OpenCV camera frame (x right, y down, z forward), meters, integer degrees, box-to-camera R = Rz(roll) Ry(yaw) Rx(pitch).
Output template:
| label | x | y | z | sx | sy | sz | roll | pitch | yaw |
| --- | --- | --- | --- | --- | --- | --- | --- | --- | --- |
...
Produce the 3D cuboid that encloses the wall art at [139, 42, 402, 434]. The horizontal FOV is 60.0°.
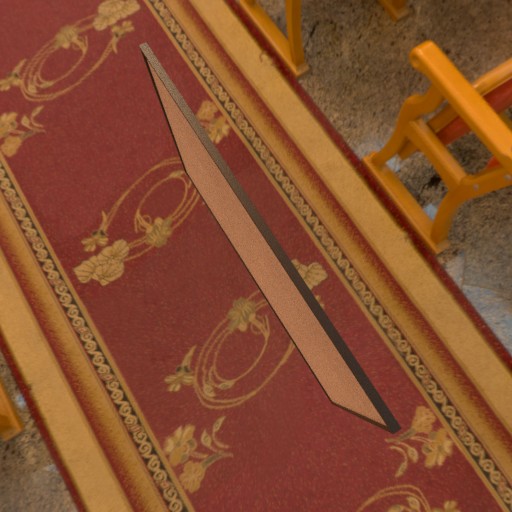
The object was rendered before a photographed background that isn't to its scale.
| label | x | y | z | sx | sy | sz | roll | pitch | yaw |
| --- | --- | --- | --- | --- | --- | --- | --- | --- | --- |
| wall art | 0.000 | 0.000 | 1.212 | 0.019 | 0.660 | 0.957 | -31 | 78 | -7 |
